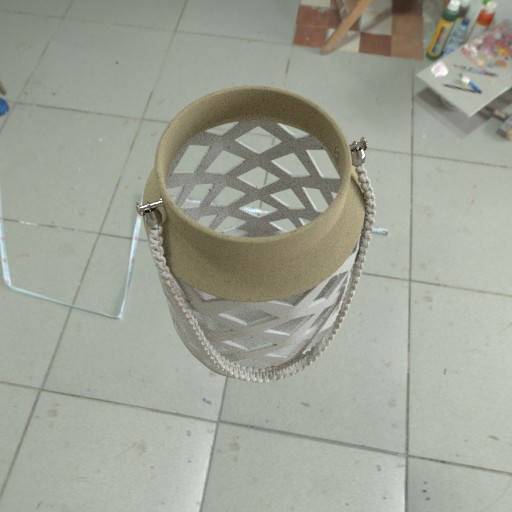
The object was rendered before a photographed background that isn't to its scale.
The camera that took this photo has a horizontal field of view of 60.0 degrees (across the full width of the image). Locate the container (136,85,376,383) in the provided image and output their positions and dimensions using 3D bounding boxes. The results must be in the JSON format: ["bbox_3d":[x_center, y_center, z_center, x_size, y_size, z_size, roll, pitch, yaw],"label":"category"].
[{"bbox_3d":[0.000,0.000,0.343,0.163,0.229,0.172,-18,65,-9],"label":"container"}]
